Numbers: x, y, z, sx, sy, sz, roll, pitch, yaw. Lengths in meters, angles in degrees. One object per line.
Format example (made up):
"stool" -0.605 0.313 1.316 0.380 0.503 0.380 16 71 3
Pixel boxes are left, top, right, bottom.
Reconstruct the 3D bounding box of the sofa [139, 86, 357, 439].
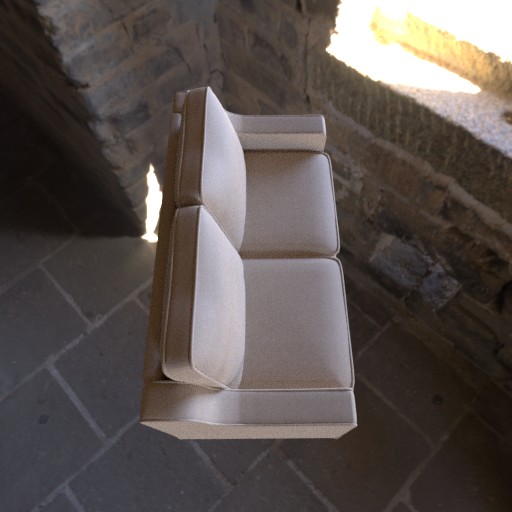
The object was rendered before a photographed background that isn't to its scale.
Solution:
"sofa" 0.000 0.000 3.495 1.351 1.562 2.587 0 62 0
